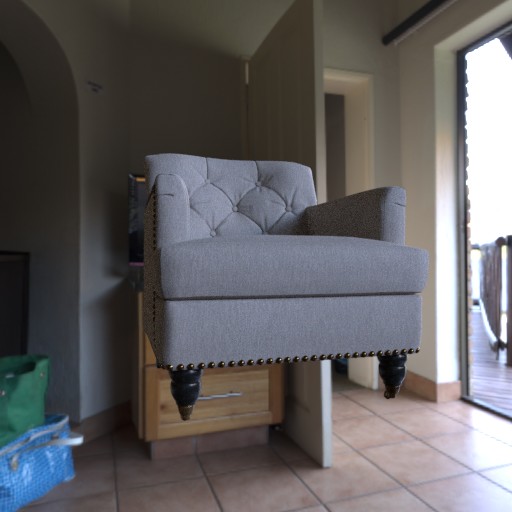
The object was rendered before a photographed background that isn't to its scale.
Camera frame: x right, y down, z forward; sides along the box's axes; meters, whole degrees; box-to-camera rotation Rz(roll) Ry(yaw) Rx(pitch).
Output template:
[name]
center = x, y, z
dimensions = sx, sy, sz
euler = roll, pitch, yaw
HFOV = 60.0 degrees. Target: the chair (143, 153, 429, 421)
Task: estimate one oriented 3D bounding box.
[chair]
center = 0.000, 0.000, 1.506
dimensions = 0.737, 0.823, 0.902
euler = 0, -1, -17
